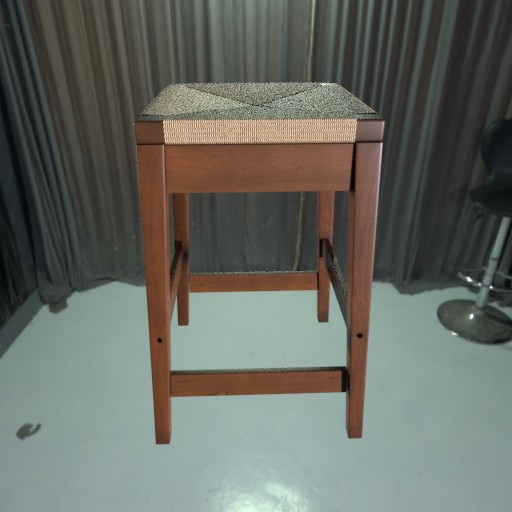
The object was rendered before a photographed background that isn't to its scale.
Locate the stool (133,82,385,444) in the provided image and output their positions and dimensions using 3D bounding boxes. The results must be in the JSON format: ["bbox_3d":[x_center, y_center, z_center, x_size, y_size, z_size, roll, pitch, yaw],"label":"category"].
[{"bbox_3d":[0.000,0.000,1.116,0.507,0.762,0.497,-1,29,-2],"label":"stool"}]
